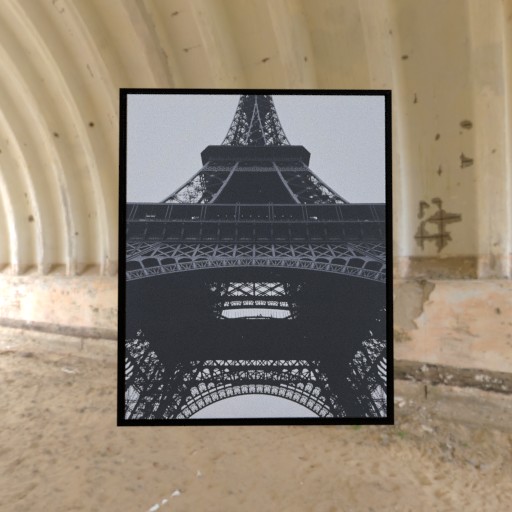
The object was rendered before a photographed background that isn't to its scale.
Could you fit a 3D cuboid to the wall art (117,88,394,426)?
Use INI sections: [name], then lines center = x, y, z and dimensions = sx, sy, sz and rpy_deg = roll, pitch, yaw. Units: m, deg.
[wall art]
center = 0.000, 0.000, 0.745
dimensions = 0.451, 0.553, 0.039
rpy_deg = 0, -1, -1
